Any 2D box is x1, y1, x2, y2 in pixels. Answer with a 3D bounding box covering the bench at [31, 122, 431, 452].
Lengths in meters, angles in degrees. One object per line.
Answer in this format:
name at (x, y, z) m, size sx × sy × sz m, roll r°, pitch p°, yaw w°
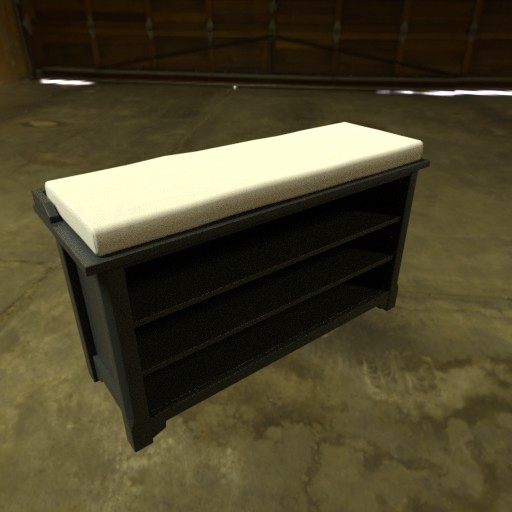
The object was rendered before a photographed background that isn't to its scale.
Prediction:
bench at (0.000, 0.000, 1.218) m, size 0.973 × 0.561 × 0.345 m, roll -20°, pitch 35°, yaw -32°
